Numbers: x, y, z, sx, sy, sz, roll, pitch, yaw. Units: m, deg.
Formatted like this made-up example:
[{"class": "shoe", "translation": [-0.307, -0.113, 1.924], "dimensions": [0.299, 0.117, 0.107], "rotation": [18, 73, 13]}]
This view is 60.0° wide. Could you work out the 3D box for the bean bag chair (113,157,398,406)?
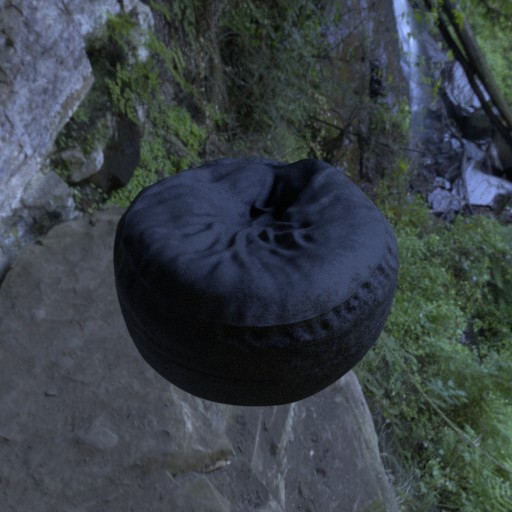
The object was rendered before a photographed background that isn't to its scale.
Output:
[{"class": "bean bag chair", "translation": [0.000, 0.000, 2.439], "dimensions": [1.525, 0.751, 1.525], "rotation": [0, 48, 0]}]
